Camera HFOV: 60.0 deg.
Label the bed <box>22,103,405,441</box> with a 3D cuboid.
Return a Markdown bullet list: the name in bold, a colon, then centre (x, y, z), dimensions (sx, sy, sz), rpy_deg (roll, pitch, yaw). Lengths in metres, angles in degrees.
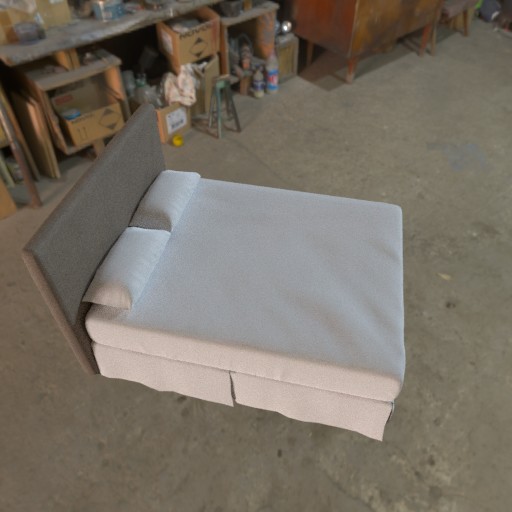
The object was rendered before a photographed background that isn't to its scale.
- **bed**: centre (0.000, 0.000, 3.139), dimensions (2.142, 1.330, 1.723), rpy_deg (9, 47, 9)
